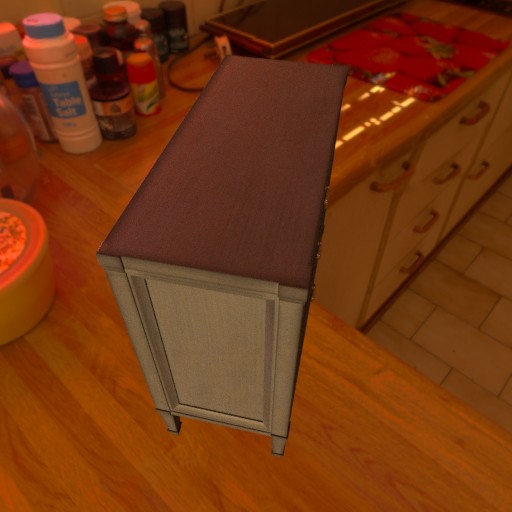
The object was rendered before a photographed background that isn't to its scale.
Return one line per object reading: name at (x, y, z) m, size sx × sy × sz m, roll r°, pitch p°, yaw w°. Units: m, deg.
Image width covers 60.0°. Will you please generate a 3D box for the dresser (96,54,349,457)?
dresser at (0.000, 0.000, 1.613) m, size 0.463 × 0.986 × 1.049 m, roll 9°, pitch 47°, yaw 9°
